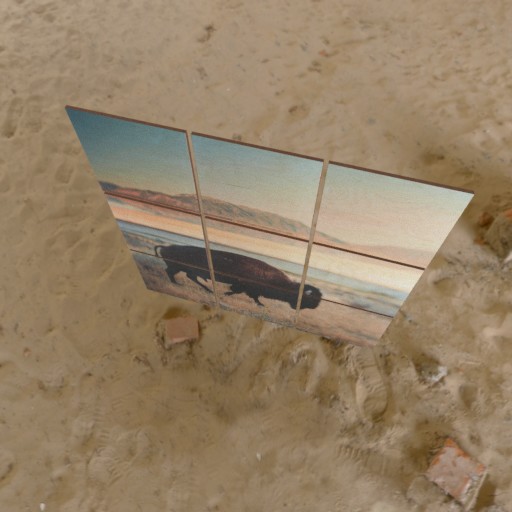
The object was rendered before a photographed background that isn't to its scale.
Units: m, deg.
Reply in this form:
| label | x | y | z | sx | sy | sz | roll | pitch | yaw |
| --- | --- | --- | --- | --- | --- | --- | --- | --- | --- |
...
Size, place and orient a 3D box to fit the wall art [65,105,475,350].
| label | x | y | z | sx | sy | sz | roll | pitch | yaw |
| --- | --- | --- | --- | --- | --- | --- | --- | --- | --- |
| wall art | 0.000 | 0.000 | 1.796 | 1.221 | 1.218 | 0.019 | 14 | 60 | 8 |
